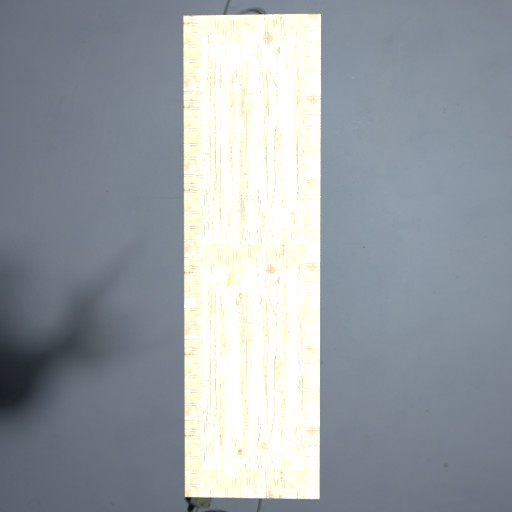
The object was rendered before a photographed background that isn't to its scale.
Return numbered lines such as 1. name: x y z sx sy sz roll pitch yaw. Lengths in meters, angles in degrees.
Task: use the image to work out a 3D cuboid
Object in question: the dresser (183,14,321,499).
1. dresser: 0.000 0.000 1.998 0.457 1.016 1.626 0 91 2
